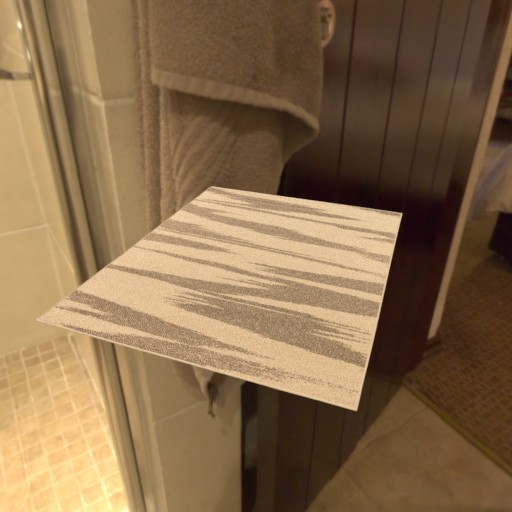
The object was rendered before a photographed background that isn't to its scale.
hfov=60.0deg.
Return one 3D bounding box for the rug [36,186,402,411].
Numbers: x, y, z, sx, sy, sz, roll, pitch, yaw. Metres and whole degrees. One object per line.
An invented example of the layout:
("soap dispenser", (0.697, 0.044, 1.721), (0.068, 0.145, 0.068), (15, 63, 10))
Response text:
("rug", (0.000, 0.000, 4.076), (2.353, 0.014, 2.945), (11, 31, 18))
